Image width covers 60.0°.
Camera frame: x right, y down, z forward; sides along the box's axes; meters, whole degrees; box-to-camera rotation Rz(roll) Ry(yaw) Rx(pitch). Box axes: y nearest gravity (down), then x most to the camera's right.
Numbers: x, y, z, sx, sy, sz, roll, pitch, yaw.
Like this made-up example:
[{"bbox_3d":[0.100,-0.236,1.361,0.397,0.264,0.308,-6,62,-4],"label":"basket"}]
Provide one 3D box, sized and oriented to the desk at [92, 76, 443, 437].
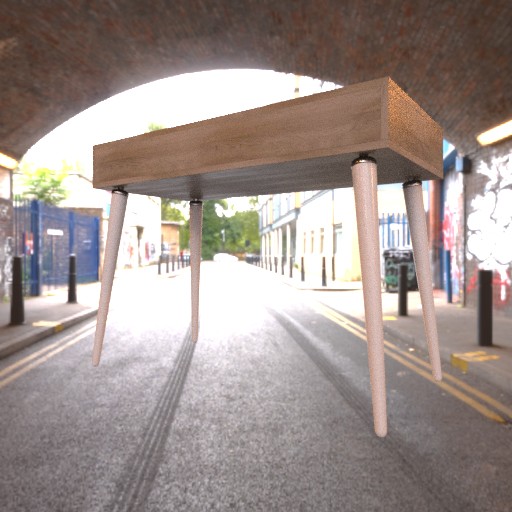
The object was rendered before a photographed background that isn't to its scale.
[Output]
[{"bbox_3d":[0.000,0.000,1.360,0.979,0.723,0.491,0,1,35],"label":"desk"}]
